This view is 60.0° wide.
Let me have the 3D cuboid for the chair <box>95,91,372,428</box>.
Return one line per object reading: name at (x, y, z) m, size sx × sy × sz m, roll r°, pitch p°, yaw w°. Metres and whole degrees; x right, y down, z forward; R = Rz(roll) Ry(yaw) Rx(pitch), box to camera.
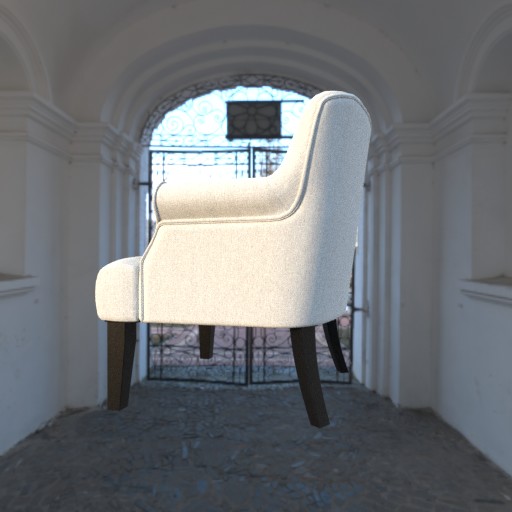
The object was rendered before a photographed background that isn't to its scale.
chair at (0.000, 0.000, 1.489) m, size 0.750 × 0.875 × 0.781 m, roll 0°, pitch 0°, yaw 17°
